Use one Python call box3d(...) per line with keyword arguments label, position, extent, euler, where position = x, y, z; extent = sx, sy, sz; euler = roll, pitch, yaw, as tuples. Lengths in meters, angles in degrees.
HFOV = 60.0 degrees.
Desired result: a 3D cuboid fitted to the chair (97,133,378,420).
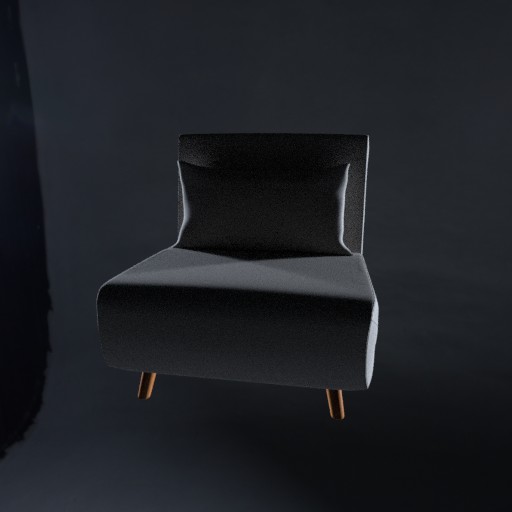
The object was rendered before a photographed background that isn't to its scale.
box3d(label="chair", position=(0.000, 0.000, 1.530), extent=(0.770, 0.808, 0.902), euler=(3, 17, 9))
